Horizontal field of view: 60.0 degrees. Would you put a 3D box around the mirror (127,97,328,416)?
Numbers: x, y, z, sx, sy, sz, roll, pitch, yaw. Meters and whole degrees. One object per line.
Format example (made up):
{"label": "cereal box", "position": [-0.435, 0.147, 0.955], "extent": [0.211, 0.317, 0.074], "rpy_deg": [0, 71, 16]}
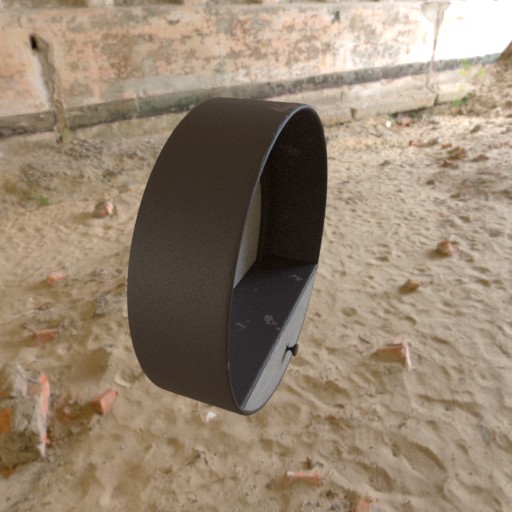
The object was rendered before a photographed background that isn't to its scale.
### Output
{"label": "mirror", "position": [0.000, 0.000, 0.582], "extent": [0.126, 0.386, 0.386], "rpy_deg": [11, 32, 18]}
